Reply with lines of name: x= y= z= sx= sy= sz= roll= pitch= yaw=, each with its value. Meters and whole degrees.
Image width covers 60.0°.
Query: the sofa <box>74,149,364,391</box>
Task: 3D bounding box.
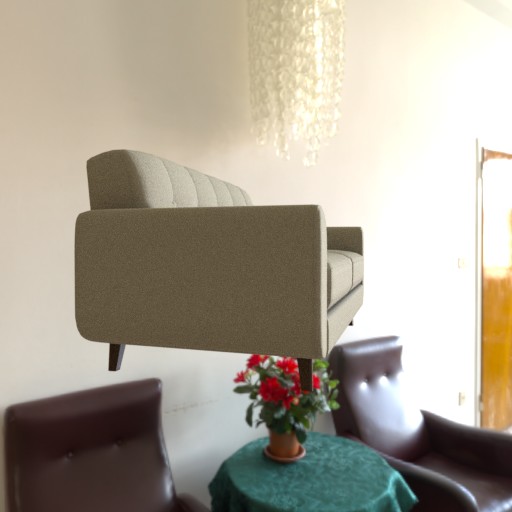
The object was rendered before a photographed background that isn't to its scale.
sofa: x=0.000 y=0.000 z=2.286 sx=0.980 sy=0.892 sz=1.655 roll=0 pitch=1 yaw=18
